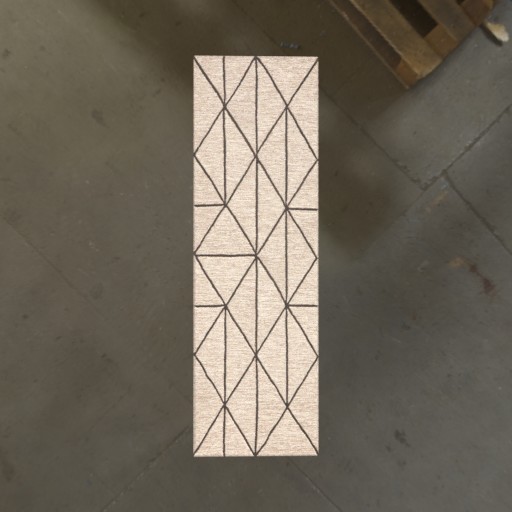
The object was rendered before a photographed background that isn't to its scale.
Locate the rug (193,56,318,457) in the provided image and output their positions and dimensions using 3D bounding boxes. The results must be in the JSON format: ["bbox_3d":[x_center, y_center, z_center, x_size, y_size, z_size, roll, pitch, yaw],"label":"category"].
[{"bbox_3d":[0.000,0.000,2.704,0.762,0.012,2.438,0,90,-1],"label":"rug"}]
